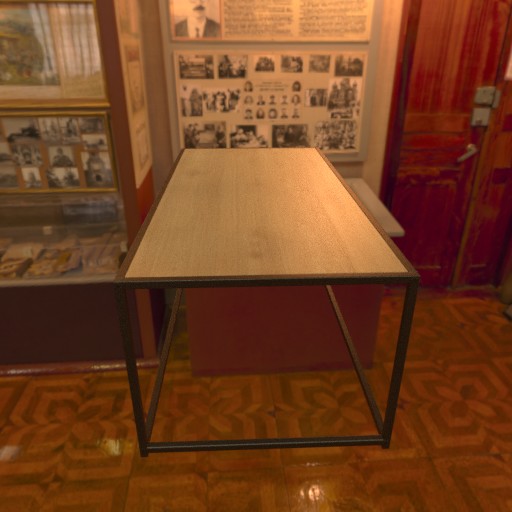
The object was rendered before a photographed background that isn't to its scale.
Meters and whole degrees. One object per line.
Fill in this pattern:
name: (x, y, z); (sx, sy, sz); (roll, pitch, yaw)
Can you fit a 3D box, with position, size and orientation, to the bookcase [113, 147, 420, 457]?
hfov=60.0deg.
bookcase: (0.000, 0.000, 1.253); (0.500, 0.400, 1.000); (-1, 26, -2)
